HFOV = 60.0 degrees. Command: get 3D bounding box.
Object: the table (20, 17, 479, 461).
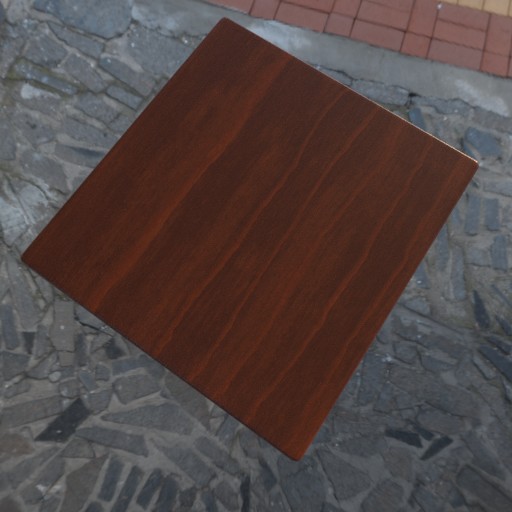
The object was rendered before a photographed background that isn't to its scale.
[{"bbox_3d":[0.000,0.000,0.953,0.500,0.567,0.533,34,78,8],"label":"table"}]
